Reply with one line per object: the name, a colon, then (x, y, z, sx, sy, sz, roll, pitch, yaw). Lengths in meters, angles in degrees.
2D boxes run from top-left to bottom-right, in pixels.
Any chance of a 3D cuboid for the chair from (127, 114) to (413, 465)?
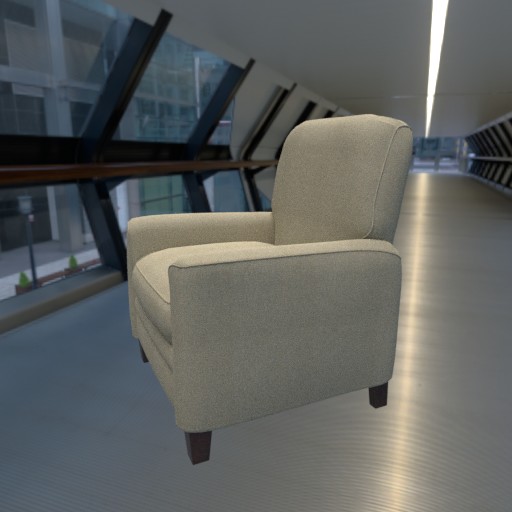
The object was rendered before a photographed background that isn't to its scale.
chair: (0.000, 0.000, 1.646, 0.853, 1.006, 0.850, -6, 15, -24)
